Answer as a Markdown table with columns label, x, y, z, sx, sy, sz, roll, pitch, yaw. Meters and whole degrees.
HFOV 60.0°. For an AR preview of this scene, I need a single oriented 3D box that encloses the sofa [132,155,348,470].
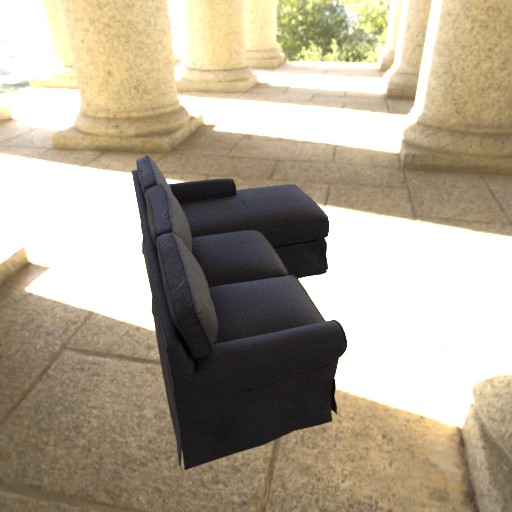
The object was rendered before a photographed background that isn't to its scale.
| label | x | y | z | sx | sy | sz | roll | pitch | yaw |
| --- | --- | --- | --- | --- | --- | --- | --- | --- | --- |
| sofa | 0.000 | 0.000 | 3.356 | 1.637 | 1.039 | 2.518 | -9 | 31 | -15 |
